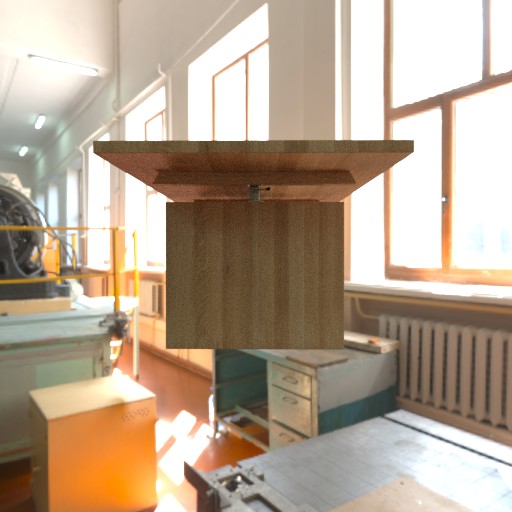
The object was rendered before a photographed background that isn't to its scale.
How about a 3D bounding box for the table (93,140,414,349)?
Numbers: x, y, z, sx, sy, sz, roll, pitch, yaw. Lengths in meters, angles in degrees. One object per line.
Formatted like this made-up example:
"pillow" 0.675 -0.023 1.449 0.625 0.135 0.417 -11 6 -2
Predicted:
"table" 0.000 0.000 1.515 0.700 0.510 1.100 0 0 1
